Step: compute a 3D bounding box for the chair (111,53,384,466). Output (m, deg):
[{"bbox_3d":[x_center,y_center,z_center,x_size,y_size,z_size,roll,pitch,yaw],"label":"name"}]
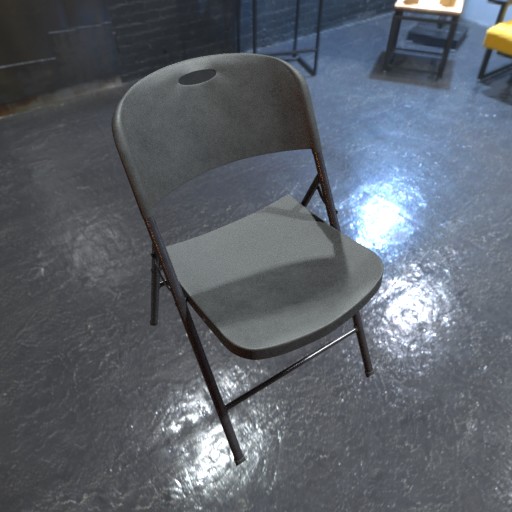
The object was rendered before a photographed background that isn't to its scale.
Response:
[{"bbox_3d":[0.000,0.000,1.127,0.494,0.810,0.566,-25,50,-23],"label":"chair"}]
